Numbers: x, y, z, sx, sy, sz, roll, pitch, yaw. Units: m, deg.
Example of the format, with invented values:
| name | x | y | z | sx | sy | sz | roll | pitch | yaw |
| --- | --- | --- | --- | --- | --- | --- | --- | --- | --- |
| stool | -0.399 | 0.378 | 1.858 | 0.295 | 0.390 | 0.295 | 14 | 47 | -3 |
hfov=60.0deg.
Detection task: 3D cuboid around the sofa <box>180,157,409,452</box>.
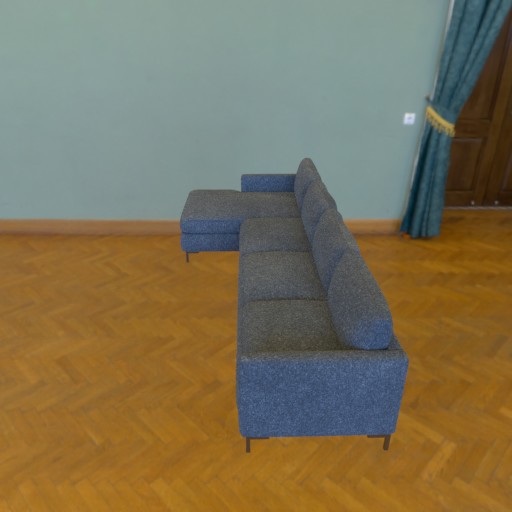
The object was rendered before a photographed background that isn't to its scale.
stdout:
| name | x | y | z | sx | sy | sz | roll | pitch | yaw |
| --- | --- | --- | --- | --- | --- | --- | --- | --- | --- |
| sofa | 0.000 | 0.000 | 3.373 | 1.350 | 0.810 | 2.932 | -1 | 27 | -1 |
